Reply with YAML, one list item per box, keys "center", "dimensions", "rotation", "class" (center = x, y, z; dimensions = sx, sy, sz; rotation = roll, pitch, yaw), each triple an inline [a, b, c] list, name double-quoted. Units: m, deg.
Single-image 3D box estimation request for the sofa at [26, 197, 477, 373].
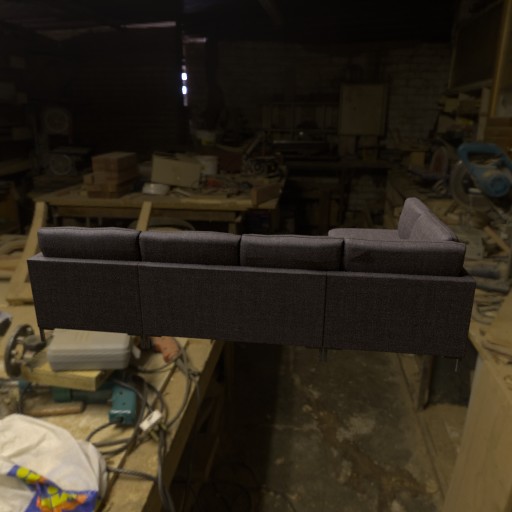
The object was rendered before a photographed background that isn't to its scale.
- center: [0.000, 0.000, 4.278]
  dimensions: [3.423, 0.999, 2.048]
  rotation: [3, 18, 8]
  class: "sofa"
